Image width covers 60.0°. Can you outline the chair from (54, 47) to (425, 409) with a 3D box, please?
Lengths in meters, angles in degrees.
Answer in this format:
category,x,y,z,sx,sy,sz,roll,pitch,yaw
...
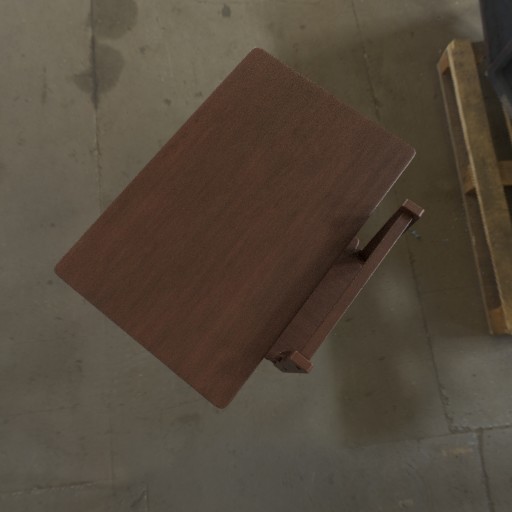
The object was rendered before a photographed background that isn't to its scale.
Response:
category,x,y,z,sx,sy,sz,roll,pitch,yaw
chair,0.000,0.000,1.073,0.463,0.673,0.599,37,78,9
